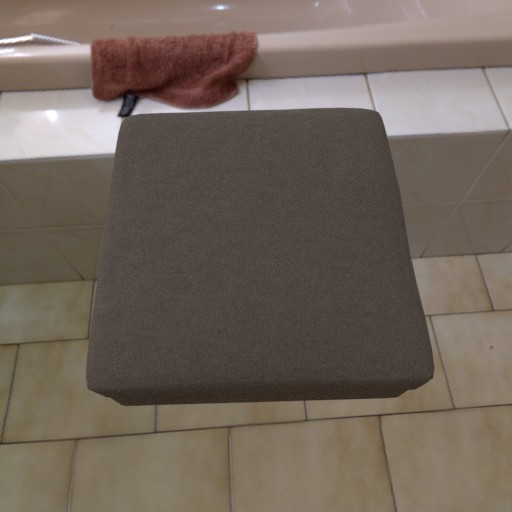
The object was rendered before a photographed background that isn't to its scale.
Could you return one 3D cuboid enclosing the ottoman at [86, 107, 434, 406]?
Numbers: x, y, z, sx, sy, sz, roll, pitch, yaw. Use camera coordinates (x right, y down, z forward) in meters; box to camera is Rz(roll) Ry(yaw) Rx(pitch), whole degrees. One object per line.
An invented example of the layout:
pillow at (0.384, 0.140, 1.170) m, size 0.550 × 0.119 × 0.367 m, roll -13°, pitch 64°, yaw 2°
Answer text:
ottoman at (0.000, 0.000, 1.409) m, size 0.861 × 0.482 × 0.881 m, roll -1°, pitch 63°, yaw -1°
